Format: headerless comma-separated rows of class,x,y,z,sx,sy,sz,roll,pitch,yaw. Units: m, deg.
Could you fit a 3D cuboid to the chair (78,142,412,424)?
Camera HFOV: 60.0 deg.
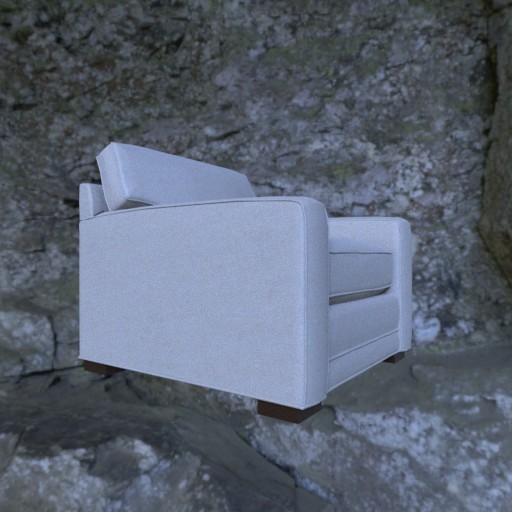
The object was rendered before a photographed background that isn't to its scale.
chair,0.000,0.000,1.871,1.043,0.913,0.998,0,0,35
